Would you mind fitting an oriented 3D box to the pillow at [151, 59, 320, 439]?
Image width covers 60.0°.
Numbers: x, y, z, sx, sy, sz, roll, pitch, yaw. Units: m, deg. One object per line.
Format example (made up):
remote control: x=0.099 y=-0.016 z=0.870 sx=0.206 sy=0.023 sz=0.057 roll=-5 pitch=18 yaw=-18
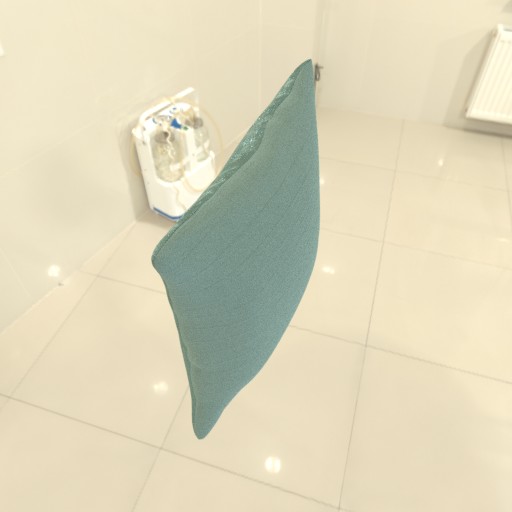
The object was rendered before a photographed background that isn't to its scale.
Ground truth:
pillow: x=0.000 y=0.000 z=0.730 sx=0.175 sy=0.464 sz=0.470 roll=18 pitch=50 yaw=16
